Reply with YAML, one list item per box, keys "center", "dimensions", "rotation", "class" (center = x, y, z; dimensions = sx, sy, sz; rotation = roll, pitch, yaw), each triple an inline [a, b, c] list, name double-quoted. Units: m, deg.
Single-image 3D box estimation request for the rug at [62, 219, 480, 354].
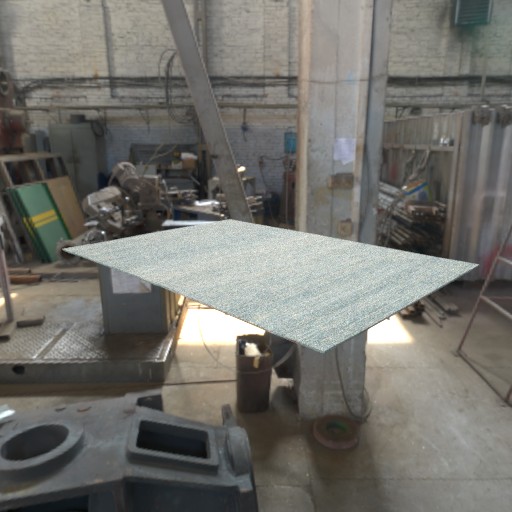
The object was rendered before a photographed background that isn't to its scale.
- center: [0.000, 0.000, 2.910]
  dimensions: [2.260, 0.026, 1.611]
  rotation: [14, 20, 42]
  class: "rug"
